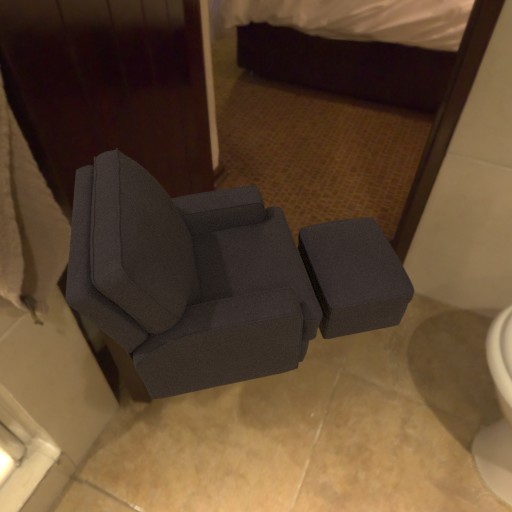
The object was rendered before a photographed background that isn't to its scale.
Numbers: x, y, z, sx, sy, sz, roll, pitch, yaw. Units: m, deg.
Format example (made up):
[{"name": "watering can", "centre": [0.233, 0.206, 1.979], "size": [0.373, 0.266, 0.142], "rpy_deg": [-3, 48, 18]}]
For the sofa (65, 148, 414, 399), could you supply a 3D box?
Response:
[{"name": "sofa", "centre": [0.000, 0.000, 2.094], "size": [1.472, 0.959, 0.861], "rpy_deg": [-9, 49, -8]}]
